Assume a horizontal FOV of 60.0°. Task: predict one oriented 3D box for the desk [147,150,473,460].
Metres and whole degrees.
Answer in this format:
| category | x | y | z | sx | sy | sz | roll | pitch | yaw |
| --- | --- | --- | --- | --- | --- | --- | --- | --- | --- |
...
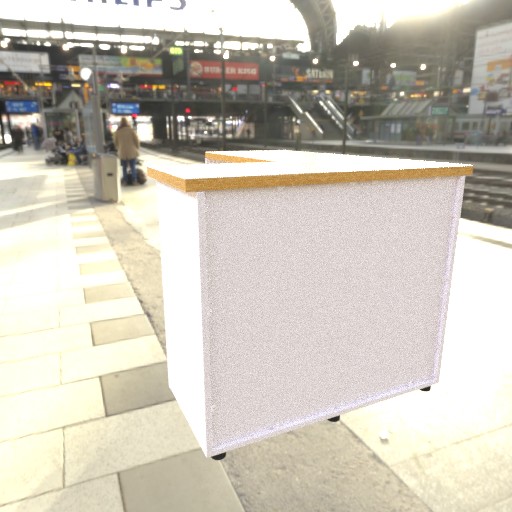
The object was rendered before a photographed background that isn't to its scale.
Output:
| category | x | y | z | sx | sy | sz | roll | pitch | yaw |
| --- | --- | --- | --- | --- | --- | --- | --- | --- | --- |
| desk | 0.000 | 0.000 | 1.765 | 0.900 | 0.760 | 1.170 | -7 | 17 | -24 |
